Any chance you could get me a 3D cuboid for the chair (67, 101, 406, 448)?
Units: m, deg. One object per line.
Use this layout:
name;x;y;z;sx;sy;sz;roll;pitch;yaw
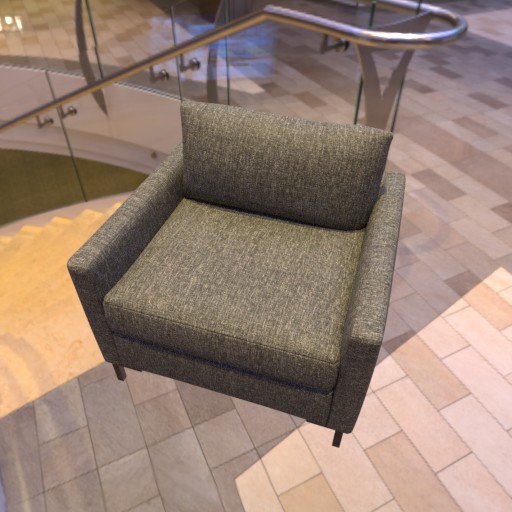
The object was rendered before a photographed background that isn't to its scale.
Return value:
chair;0.000;0.000;1.629;0.963;0.861;0.866;12;43;13
